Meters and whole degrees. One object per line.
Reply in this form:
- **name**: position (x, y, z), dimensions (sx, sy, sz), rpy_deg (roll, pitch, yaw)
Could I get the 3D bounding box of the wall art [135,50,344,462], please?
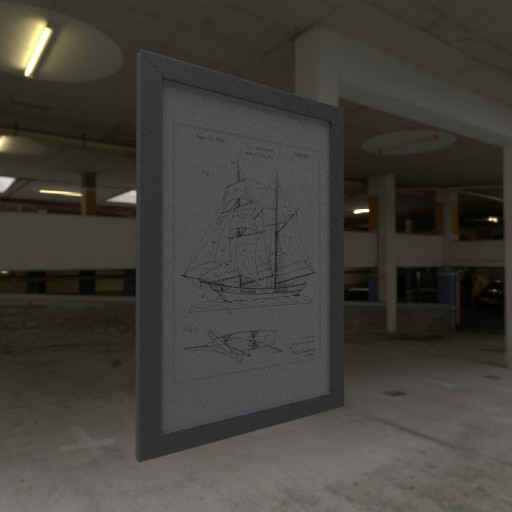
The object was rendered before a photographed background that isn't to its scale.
- **wall art**: position (0.000, 0.000, 0.688), dimensions (0.380, 0.534, 0.013), rpy_deg (1, -1, -36)
